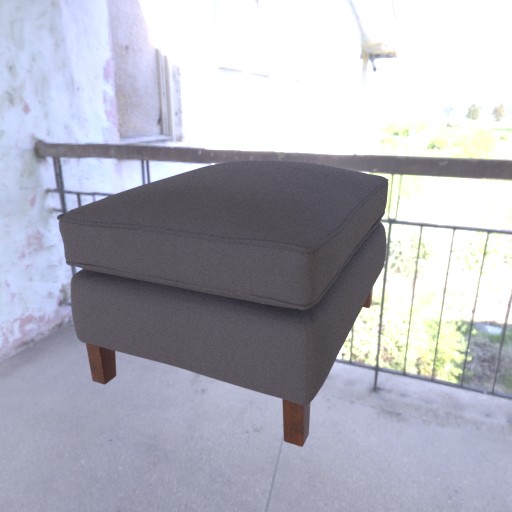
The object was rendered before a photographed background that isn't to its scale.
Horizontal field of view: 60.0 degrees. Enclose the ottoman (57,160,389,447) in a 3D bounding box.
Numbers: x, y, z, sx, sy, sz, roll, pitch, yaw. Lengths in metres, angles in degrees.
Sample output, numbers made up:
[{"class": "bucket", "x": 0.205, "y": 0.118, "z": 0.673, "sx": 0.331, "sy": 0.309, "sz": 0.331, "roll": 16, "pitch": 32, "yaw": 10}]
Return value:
[{"class": "ottoman", "x": 0.000, "y": 0.000, "z": 1.006, "sx": 0.508, "sy": 0.406, "sz": 0.686, "roll": 8, "pitch": 21, "yaw": 23}]
